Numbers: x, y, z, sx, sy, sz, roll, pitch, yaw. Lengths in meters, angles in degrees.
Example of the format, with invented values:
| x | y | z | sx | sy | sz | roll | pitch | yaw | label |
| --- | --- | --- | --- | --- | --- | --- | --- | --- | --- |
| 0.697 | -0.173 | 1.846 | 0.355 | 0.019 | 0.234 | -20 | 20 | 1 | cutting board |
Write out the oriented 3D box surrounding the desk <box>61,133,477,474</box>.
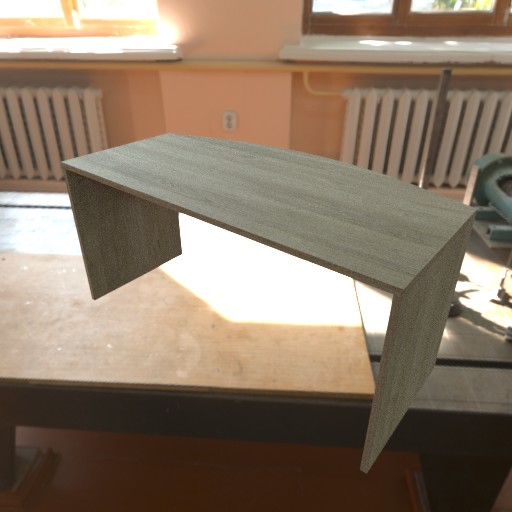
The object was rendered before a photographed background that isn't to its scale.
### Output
| x | y | z | sx | sy | sz | roll | pitch | yaw | label |
| --- | --- | --- | --- | --- | --- | --- | --- | --- | --- |
| 0.000 | 0.000 | 2.005 | 1.600 | 0.752 | 0.802 | 22 | 37 | 33 | desk |
